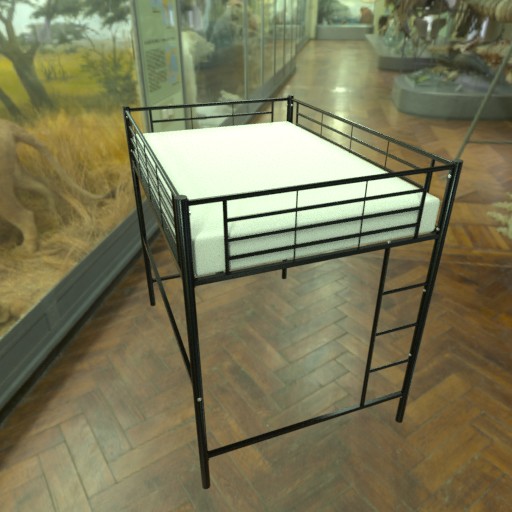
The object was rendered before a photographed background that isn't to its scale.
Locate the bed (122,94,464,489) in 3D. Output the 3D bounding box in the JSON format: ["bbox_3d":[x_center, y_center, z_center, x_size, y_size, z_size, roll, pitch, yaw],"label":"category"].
[{"bbox_3d":[0.000,0.000,3.152,1.397,1.803,1.994,-10,31,-18],"label":"bed"}]
